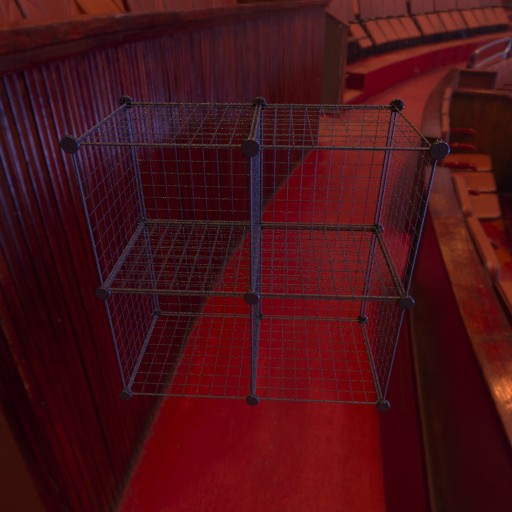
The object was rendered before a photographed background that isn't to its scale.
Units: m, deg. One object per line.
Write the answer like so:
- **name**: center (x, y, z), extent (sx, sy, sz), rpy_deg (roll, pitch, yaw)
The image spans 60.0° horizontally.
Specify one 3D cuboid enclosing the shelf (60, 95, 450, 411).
- **shelf**: center (0.000, 0.000, 1.137), extent (0.711, 0.711, 0.356), rpy_deg (2, 31, 3)
